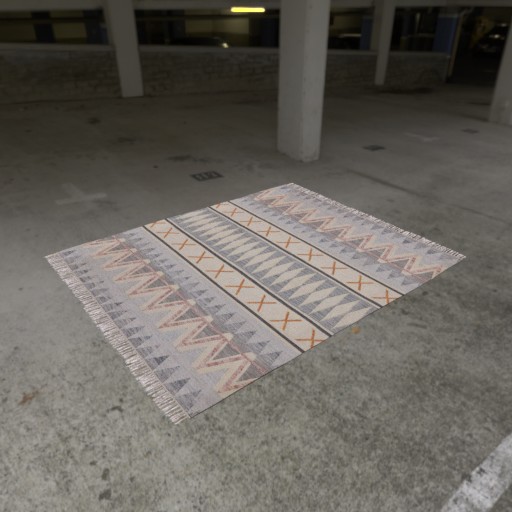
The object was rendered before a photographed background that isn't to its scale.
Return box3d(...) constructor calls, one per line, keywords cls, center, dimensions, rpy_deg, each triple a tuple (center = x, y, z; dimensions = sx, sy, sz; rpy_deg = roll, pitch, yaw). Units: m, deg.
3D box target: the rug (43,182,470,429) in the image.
box3d(cls="rug", center=(0.000, 0.000, 3.951), dimensions=(3.000, 0.012, 2.371), rpy_deg=(-21, 36, -32))
